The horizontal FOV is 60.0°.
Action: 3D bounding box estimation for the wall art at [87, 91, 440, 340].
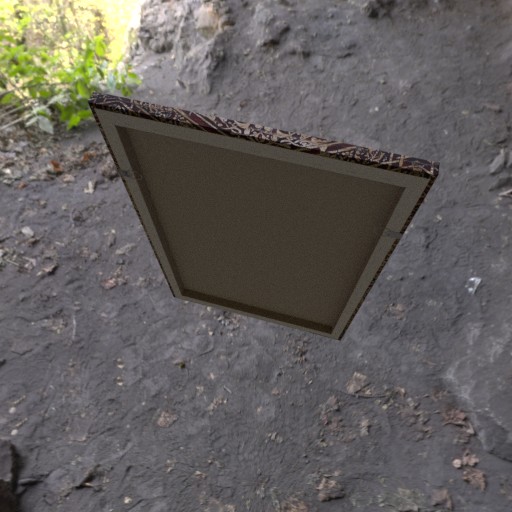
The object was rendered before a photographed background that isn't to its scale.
[{"bbox_3d":[0.000,0.000,0.754,0.397,0.599,0.020,14,64,7],"label":"wall art"}]
